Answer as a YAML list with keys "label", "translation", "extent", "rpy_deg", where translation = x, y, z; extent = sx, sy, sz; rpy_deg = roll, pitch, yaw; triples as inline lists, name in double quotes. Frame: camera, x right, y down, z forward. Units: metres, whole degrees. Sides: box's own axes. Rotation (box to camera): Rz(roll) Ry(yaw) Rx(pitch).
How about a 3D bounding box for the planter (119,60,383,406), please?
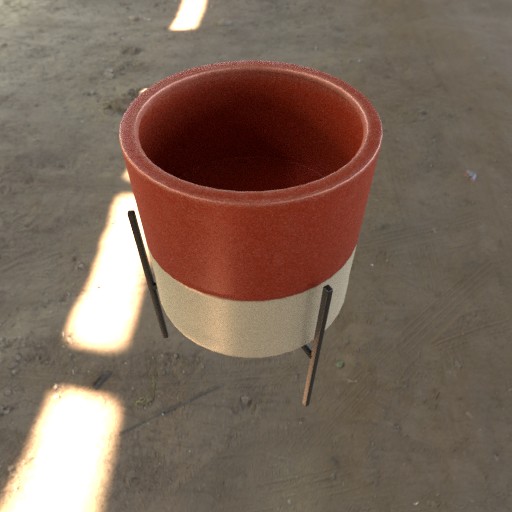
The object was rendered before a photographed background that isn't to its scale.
- label: "planter"
  translation: [0.000, 0.000, 0.522]
  extent: [0.235, 0.354, 0.251]
  rpy_deg: [-25, 52, -21]
